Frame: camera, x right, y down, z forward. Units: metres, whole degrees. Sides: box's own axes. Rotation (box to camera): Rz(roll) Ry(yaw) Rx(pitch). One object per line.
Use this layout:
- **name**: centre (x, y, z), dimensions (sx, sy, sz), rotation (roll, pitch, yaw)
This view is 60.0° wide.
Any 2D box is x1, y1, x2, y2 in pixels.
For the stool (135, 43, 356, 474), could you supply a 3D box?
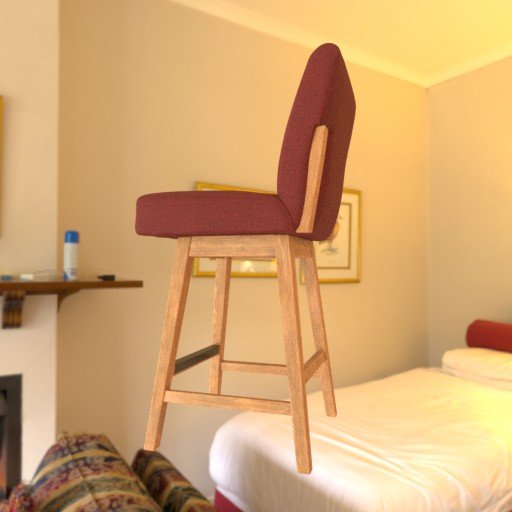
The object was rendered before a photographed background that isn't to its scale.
- **stool**: centre (0.000, 0.000, 1.324), dimensions (0.562, 1.038, 0.468), rotation (0, -1, 18)
